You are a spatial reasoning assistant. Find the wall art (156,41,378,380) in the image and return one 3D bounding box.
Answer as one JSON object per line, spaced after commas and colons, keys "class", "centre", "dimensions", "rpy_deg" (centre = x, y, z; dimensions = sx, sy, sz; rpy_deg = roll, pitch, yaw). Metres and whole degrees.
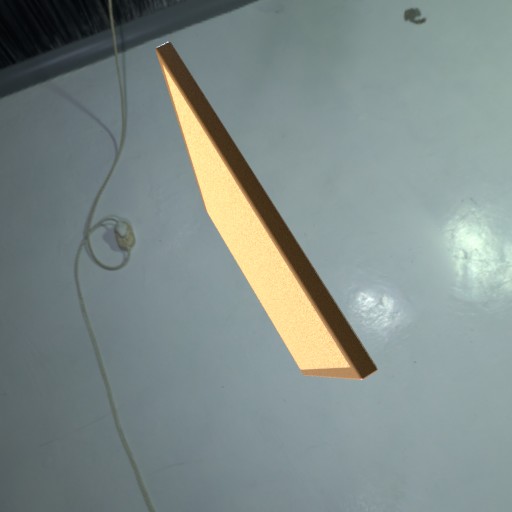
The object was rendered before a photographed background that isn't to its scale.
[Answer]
{"class": "wall art", "centre": [0.000, 0.000, 0.520], "dimensions": [0.015, 0.379, 0.310], "rpy_deg": [-30, 77, -7]}
